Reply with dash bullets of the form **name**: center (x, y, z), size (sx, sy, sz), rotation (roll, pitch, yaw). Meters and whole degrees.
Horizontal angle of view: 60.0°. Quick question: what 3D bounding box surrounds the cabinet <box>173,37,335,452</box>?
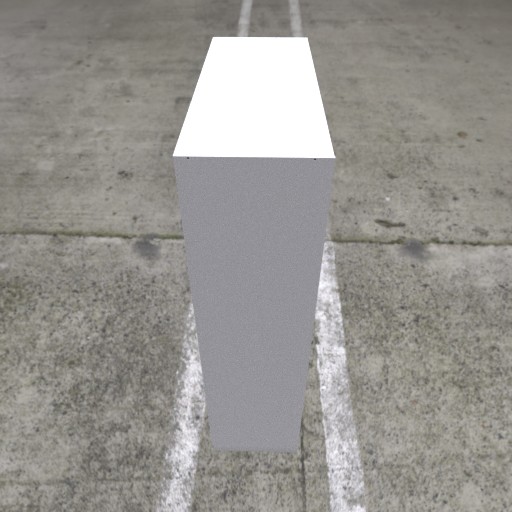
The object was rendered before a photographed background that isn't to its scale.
- **cabinet**: center (0.000, 0.000, 2.458), size (0.510, 1.910, 1.290), rotation (1, 41, 1)
